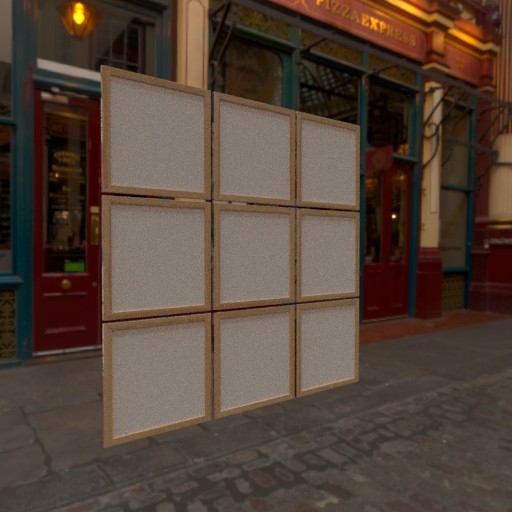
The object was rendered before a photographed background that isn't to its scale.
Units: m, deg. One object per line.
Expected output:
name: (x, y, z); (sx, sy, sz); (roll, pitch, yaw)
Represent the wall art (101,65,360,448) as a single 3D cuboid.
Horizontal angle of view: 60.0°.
wall art: (0.000, 0.000, 1.765); (1.206, 1.218, 0.013); (-1, 1, -36)
